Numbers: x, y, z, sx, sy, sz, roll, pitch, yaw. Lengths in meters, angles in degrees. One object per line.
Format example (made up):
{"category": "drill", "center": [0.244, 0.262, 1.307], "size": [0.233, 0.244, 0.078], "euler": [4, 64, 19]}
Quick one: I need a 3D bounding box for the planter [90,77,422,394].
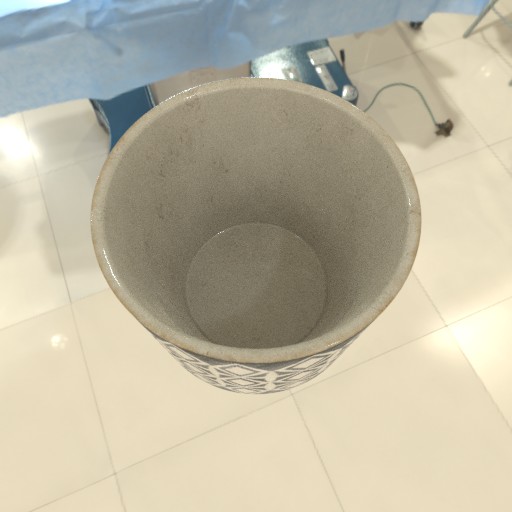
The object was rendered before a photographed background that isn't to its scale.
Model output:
{"category": "planter", "center": [0.000, 0.000, 0.334], "size": [0.192, 0.165, 0.192], "euler": [0, 65, 0]}
